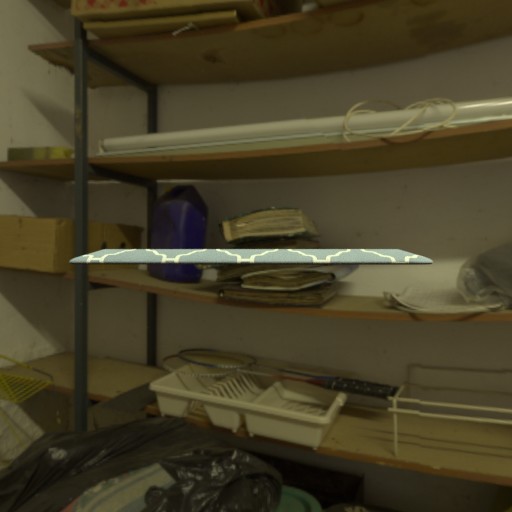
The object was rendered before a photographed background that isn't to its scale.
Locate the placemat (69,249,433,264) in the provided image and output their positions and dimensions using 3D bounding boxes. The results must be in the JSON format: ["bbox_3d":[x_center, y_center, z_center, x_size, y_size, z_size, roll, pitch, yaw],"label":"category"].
[{"bbox_3d":[0.000,0.000,0.967,0.508,0.021,0.762,0,0,1],"label":"placemat"}]
